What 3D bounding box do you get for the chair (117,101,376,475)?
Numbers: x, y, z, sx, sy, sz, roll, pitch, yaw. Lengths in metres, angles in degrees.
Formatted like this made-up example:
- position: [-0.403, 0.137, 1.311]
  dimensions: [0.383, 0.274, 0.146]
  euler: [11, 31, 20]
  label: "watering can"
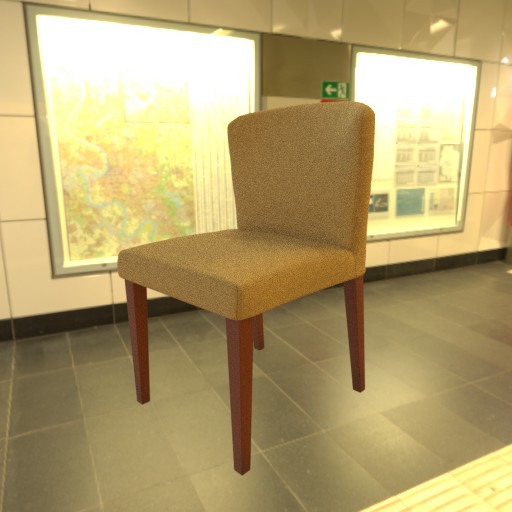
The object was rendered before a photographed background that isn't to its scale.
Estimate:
- position: [0.000, 0.000, 1.217]
  dimensions: [0.491, 0.839, 0.589]
  euler: [13, 18, 43]
  label: "chair"
